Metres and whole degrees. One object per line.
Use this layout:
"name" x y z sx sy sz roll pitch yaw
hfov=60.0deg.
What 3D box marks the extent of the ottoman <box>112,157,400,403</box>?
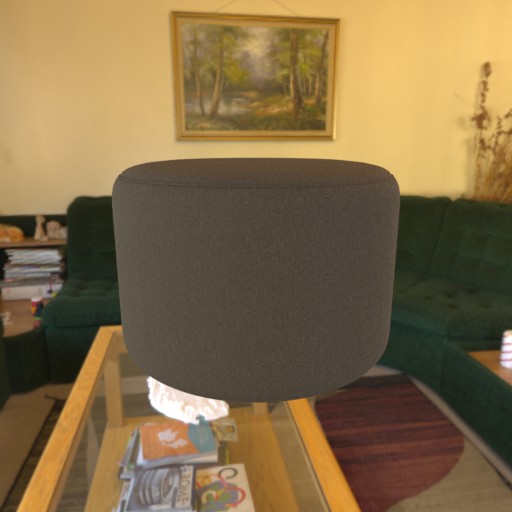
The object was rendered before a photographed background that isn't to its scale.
"ottoman" 0.000 0.000 1.014 0.608 0.433 0.608 0 14 0
